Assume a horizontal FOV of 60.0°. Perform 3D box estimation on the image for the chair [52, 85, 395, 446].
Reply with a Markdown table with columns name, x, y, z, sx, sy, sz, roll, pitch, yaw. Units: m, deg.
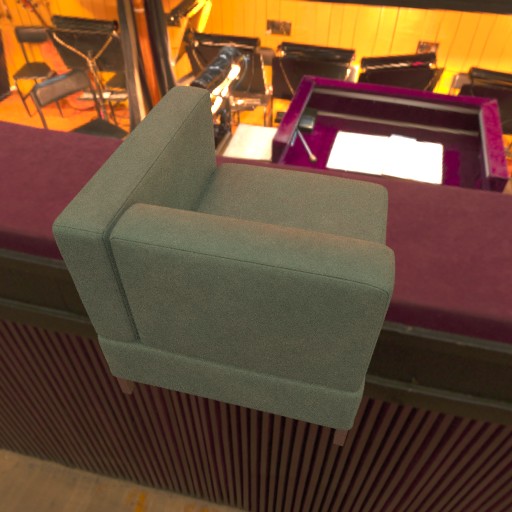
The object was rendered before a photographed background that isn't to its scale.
| name | x | y | z | sx | sy | sz | roll | pitch | yaw |
| --- | --- | --- | --- | --- | --- | --- | --- | --- | --- |
| chair | 0.000 | 0.000 | 1.227 | 0.680 | 0.660 | 0.680 | 10 | 46 | 10 |
